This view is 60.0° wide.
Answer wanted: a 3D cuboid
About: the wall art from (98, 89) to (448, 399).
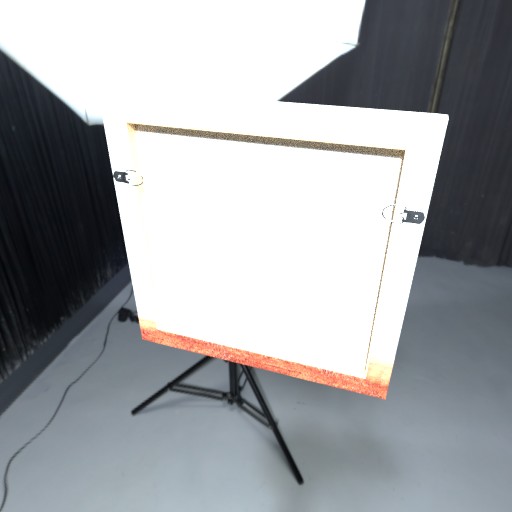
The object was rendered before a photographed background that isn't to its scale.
[{"bbox_3d":[0.000,0.000,1.132,0.760,0.760,0.042,10,33,16],"label":"wall art"}]
